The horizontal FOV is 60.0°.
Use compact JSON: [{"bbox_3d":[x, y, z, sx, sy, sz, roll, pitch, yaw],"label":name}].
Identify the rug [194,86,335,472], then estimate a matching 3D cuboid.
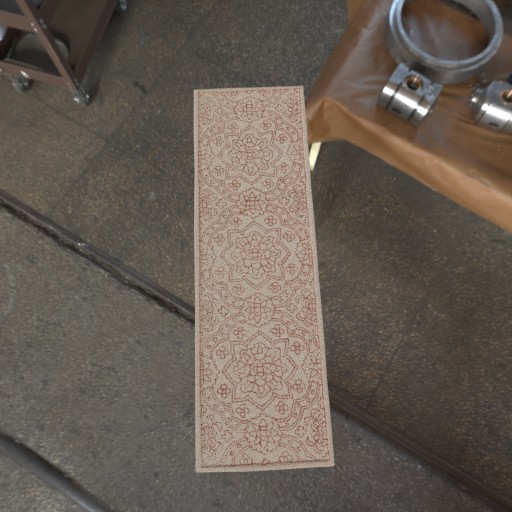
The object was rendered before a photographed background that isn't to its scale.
[{"bbox_3d":[0.000,0.000,2.765,0.769,0.012,2.448,-2,74,-1],"label":"rug"}]
